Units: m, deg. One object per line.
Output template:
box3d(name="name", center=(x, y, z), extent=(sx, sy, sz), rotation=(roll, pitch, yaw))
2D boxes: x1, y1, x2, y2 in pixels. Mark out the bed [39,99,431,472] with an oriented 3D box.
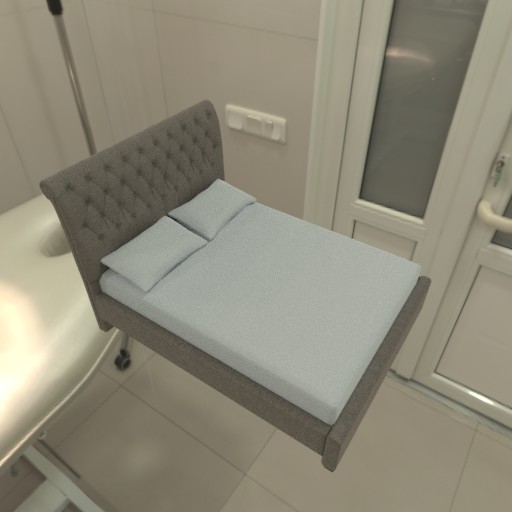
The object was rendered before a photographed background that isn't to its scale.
box3d(name="bed", center=(0.000, 0.000, 3.280), extent=(2.252, 1.371, 1.645), rotation=(24, 46, 25))
